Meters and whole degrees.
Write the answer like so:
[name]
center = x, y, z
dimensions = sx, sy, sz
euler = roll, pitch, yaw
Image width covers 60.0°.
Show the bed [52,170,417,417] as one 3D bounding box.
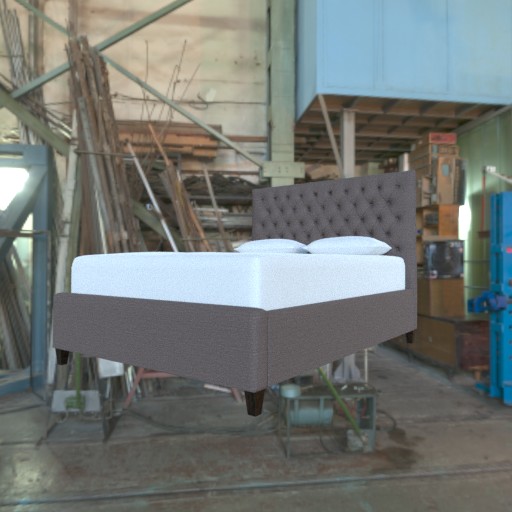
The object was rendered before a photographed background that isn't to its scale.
[bed]
center = 0.000, 0.000, 3.288
dimensions = 1.696, 1.426, 2.233
euler = 0, -1, 37
